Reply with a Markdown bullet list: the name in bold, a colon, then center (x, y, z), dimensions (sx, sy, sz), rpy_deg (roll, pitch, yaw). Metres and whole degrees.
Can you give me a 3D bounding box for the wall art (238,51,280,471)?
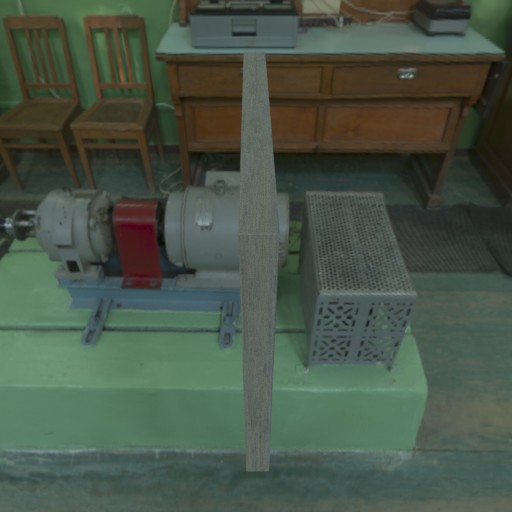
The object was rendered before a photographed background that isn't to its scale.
- **wall art**: center (0.000, 0.000, 0.756), dimensions (0.037, 0.507, 0.507), rpy_deg (0, 42, 0)
